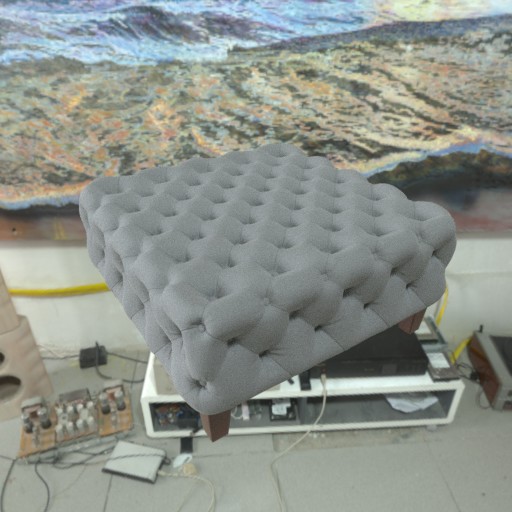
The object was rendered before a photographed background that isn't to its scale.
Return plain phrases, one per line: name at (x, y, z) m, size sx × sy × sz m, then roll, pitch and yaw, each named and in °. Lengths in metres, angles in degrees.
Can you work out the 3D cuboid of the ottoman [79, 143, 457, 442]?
ottoman at (0.000, 0.000, 1.471) m, size 0.911 × 0.439 × 0.917 m, roll -19°, pitch 36°, yaw -28°
